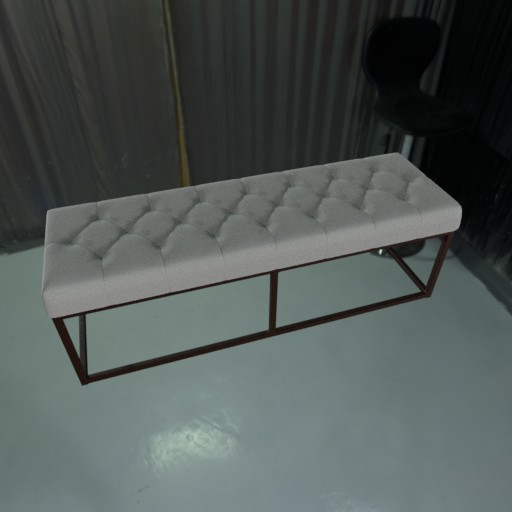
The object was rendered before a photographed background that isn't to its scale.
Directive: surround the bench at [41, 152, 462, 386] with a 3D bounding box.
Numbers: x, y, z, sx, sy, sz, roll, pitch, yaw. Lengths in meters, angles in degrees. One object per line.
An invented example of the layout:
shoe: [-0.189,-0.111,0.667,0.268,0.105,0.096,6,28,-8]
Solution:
bench: [0.000,0.000,1.771,1.488,0.488,0.479,-12,42,-13]
